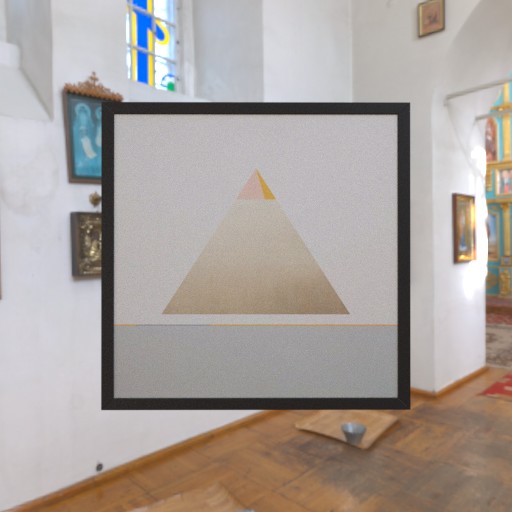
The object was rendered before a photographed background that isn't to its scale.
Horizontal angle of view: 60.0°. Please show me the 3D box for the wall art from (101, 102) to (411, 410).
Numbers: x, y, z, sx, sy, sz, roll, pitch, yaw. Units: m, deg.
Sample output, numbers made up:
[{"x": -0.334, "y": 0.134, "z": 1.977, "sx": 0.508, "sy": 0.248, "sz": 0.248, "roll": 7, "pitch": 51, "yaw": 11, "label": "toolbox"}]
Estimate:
[{"x": 0.000, "y": 0.000, "z": 0.454, "sx": 0.304, "sy": 0.303, "sz": 0.037, "roll": 0, "pitch": 0, "yaw": 0, "label": "wall art"}]
